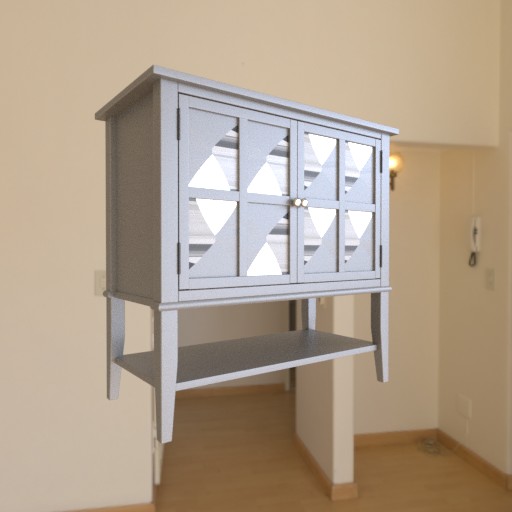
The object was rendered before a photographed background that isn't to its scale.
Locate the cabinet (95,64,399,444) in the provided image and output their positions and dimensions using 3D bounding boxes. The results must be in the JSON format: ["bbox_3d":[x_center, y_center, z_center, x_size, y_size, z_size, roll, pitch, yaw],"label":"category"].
[{"bbox_3d":[0.000,0.000,1.290,0.801,0.780,0.396,-1,1,-36],"label":"cabinet"}]
